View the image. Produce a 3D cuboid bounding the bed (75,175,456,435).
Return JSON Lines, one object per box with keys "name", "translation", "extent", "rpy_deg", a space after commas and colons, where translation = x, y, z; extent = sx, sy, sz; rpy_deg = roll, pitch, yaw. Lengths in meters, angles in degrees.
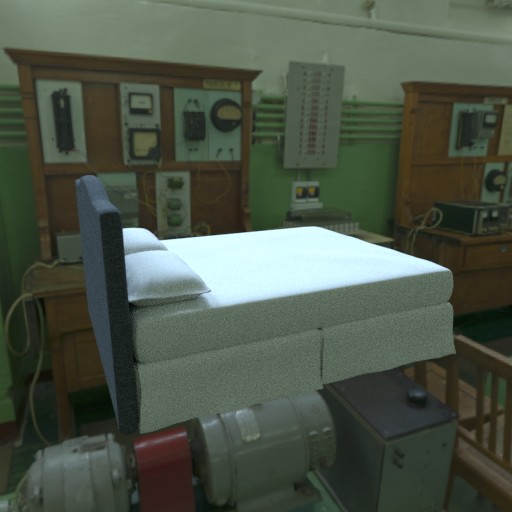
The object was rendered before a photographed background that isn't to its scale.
{"name": "bed", "translation": [0.000, 0.000, 3.840], "extent": [2.689, 1.457, 2.161], "rpy_deg": [-7, 16, -24]}
